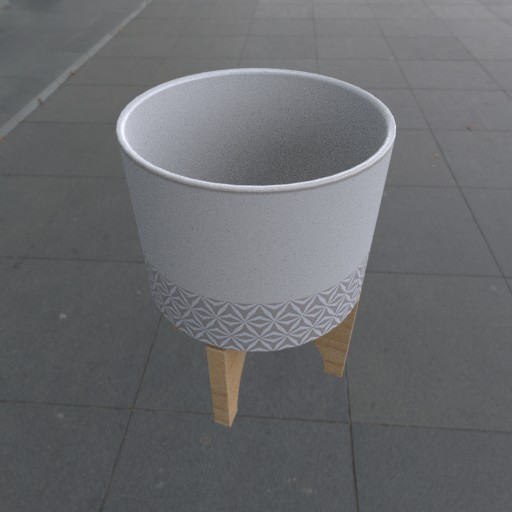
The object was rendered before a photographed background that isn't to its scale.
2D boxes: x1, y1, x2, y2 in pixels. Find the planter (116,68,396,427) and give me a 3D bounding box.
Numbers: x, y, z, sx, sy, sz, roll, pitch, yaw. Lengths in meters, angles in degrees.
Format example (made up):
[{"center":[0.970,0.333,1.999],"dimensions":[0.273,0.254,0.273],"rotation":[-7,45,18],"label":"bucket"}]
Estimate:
[{"center":[0.000,0.000,0.516],"dimensions":[0.249,0.343,0.249],"rotation":[0,41,0],"label":"planter"}]
